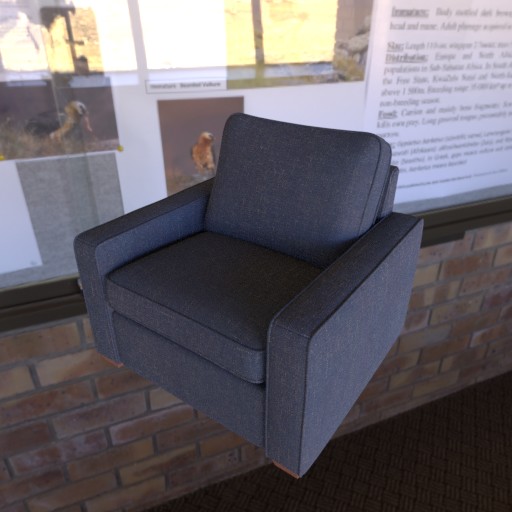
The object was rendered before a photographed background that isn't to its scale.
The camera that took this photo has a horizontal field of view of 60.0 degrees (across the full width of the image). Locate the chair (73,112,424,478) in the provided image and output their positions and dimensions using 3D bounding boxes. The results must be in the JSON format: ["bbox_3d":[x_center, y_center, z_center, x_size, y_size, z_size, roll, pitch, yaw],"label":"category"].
[{"bbox_3d":[0.000,0.000,1.720,1.017,0.919,0.940,19,34,30],"label":"chair"}]
